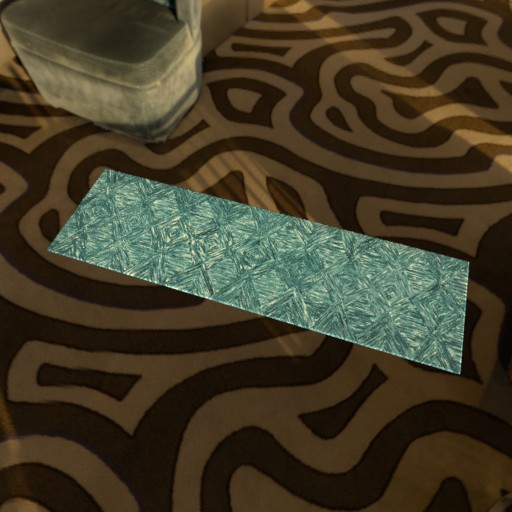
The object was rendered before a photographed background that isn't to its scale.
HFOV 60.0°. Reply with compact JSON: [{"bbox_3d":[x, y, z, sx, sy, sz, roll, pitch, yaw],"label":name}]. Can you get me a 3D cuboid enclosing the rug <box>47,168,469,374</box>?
[{"bbox_3d":[0.000,0.000,2.502,2.286,0.016,0.676,15,58,10],"label":"rug"}]
